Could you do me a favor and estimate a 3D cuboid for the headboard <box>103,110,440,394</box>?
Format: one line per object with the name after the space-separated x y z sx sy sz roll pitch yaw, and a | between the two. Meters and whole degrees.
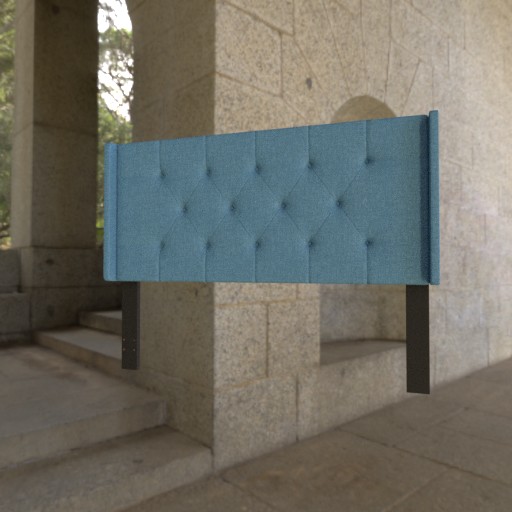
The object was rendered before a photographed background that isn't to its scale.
0.000 0.000 2.685 2.051 1.524 0.184 0 -1 18 | headboard
